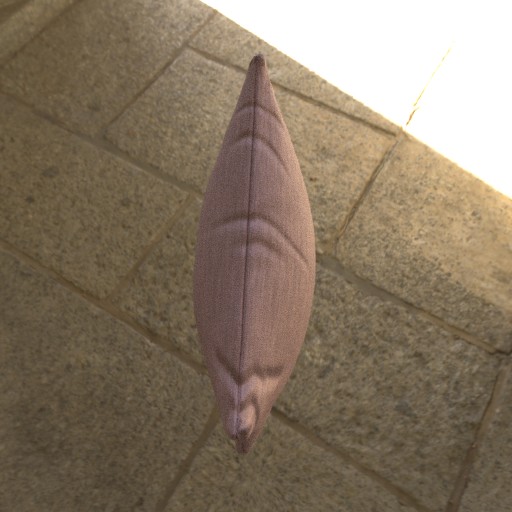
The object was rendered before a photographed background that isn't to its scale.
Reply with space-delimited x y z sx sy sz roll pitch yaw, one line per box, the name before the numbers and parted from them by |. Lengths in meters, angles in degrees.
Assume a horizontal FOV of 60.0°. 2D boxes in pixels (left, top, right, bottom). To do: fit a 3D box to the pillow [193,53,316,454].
pillow | 0.000 0.000 0.785 0.210 0.338 0.633 2 64 1
